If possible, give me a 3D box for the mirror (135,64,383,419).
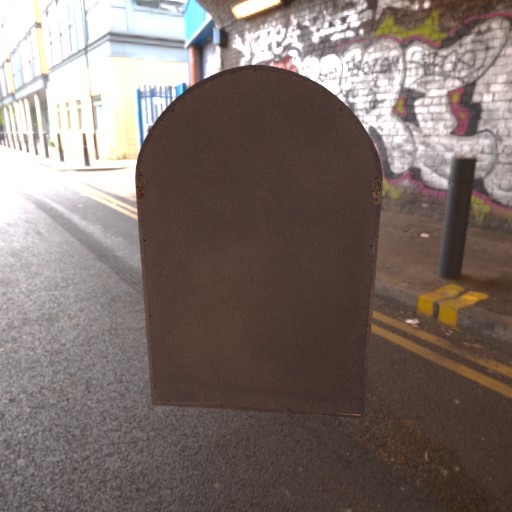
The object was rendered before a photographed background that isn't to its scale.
[{"bbox_3d":[0.000,0.000,1.150,0.609,0.915,0.032,2,16,6],"label":"mirror"}]
